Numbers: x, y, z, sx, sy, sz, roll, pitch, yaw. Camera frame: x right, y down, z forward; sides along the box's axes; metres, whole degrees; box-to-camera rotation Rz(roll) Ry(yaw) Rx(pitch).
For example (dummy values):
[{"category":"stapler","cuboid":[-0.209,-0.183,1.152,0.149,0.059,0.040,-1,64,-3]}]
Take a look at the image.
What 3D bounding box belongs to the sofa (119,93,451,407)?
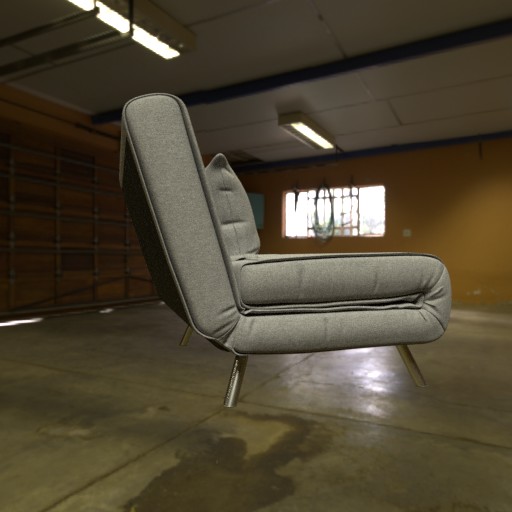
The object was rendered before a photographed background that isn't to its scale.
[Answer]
[{"category":"sofa","cuboid":[0.000,0.000,1.706,1.000,0.825,1.020,0,0,-18]}]
